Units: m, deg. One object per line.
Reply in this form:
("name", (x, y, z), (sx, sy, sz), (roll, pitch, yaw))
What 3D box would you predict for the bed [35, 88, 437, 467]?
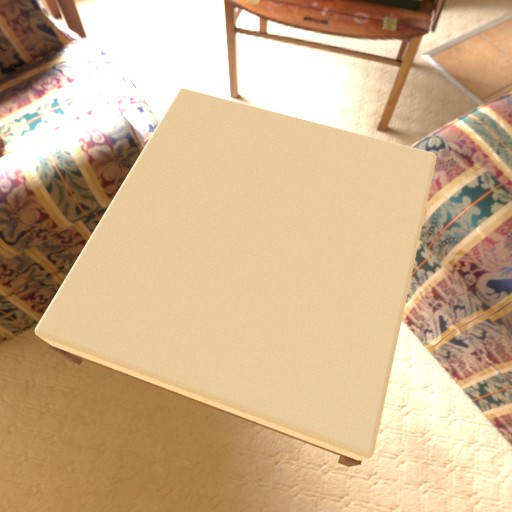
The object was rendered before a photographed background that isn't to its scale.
("bed", (0.000, 0.000, 3.013), (1.930, 0.616, 2.049), (17, 64, 9))
